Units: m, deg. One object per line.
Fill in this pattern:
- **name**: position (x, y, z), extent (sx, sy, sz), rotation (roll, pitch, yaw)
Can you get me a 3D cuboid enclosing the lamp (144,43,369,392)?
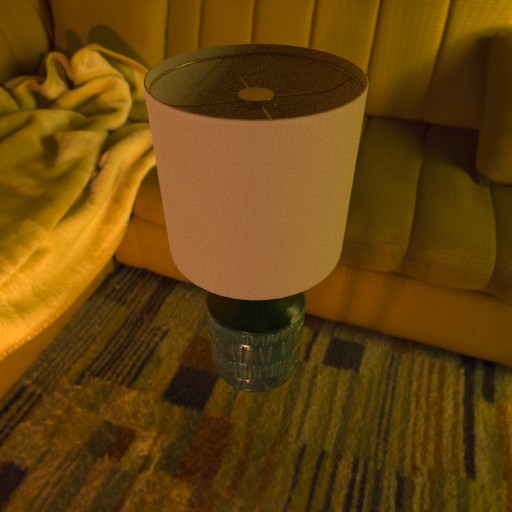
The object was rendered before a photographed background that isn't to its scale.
- **lamp**: position (0.000, 0.000, 0.570), extent (0.211, 0.455, 0.211), rotation (-1, 40, -1)
